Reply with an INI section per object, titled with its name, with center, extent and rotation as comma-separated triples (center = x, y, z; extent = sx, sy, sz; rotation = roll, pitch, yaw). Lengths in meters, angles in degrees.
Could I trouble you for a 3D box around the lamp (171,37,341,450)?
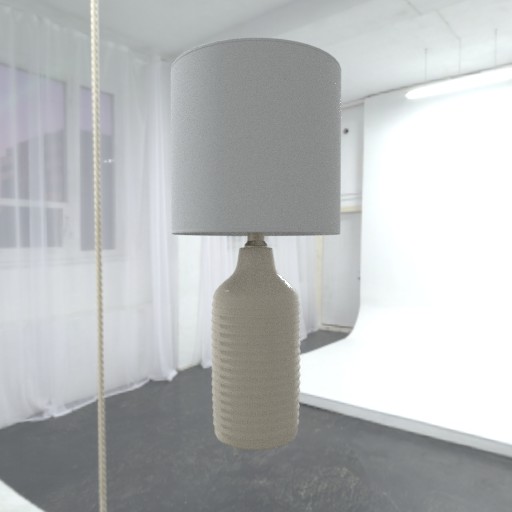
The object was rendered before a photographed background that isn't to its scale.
[lamp]
center = 0.000, 0.000, 0.591
extent = 0.220, 0.475, 0.220
rotation = 1, 2, 18
